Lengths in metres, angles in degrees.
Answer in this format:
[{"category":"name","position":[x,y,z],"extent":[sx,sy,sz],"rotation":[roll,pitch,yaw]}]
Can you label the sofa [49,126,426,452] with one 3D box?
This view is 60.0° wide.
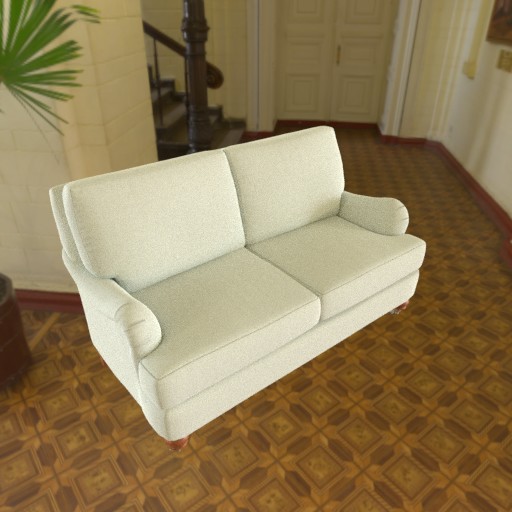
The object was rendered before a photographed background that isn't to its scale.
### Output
[{"category":"sofa","position":[0.000,0.000,2.504],"extent":[1.853,1.101,1.084],"rotation":[-22,37,-33]}]
